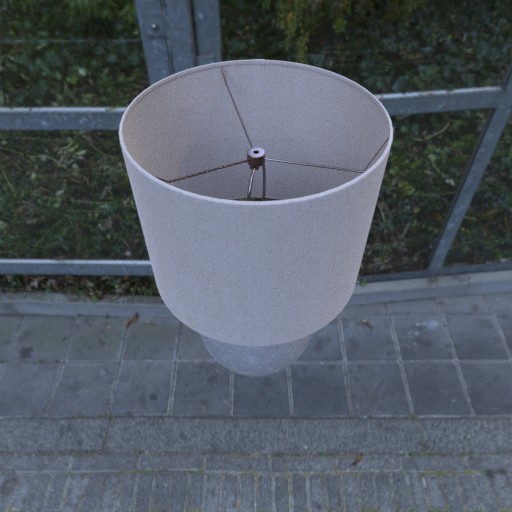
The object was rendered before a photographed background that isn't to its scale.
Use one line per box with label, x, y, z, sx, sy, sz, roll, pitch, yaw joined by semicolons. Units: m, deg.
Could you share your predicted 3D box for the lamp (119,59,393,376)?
lamp;0.000;0.000;0.592;0.269;0.409;0.269;10;48;9
